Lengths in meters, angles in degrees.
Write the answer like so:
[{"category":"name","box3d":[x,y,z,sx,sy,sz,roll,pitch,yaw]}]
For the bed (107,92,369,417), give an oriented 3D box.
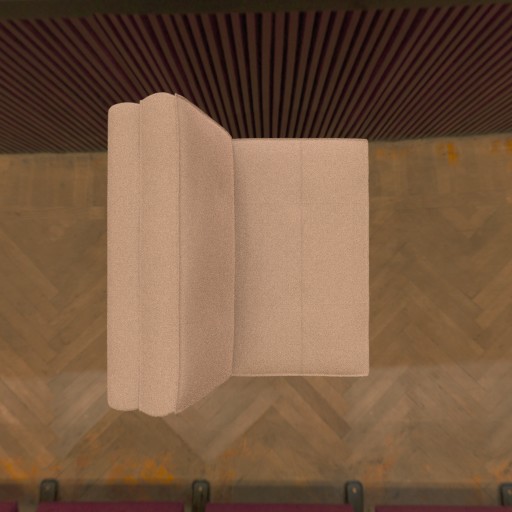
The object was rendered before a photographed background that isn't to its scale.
[{"category":"bed","box3d":[0.000,0.000,1.352,0.749,0.614,0.799,0,89,2]}]
